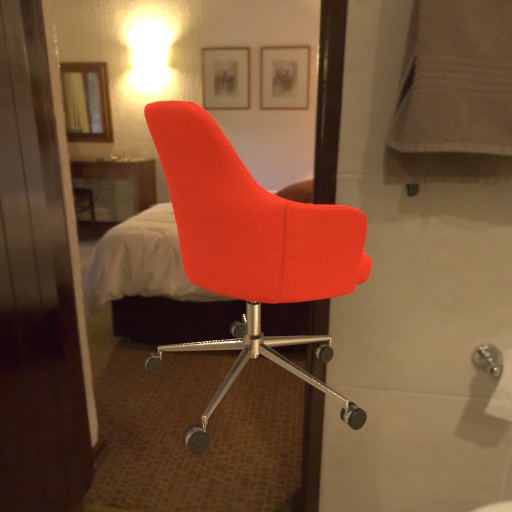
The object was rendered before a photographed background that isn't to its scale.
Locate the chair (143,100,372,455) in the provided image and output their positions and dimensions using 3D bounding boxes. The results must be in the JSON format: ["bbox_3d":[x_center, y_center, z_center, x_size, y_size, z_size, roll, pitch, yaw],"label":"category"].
[{"bbox_3d":[0.000,0.000,1.264,0.600,0.820,0.655,-9,18,-28],"label":"chair"}]
